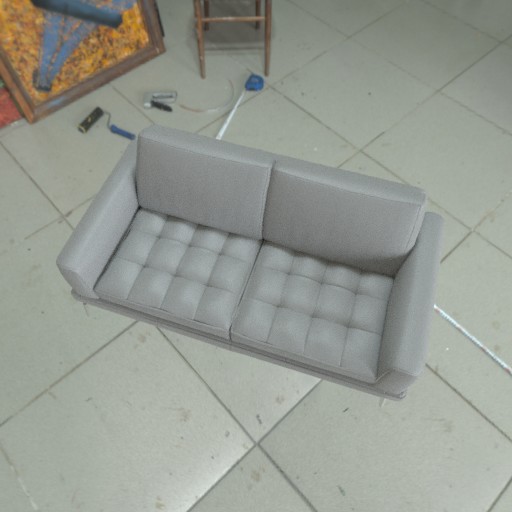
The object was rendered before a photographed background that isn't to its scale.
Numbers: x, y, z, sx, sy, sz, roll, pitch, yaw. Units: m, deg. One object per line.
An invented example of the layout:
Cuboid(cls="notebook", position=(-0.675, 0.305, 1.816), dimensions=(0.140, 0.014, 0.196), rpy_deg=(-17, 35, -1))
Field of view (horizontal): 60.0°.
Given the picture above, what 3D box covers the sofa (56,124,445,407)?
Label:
Cuboid(cls="sofa", position=(0.000, 0.000, 2.767), dimensions=(2.177, 0.930, 1.121), rpy_deg=(16, 61, 9))
